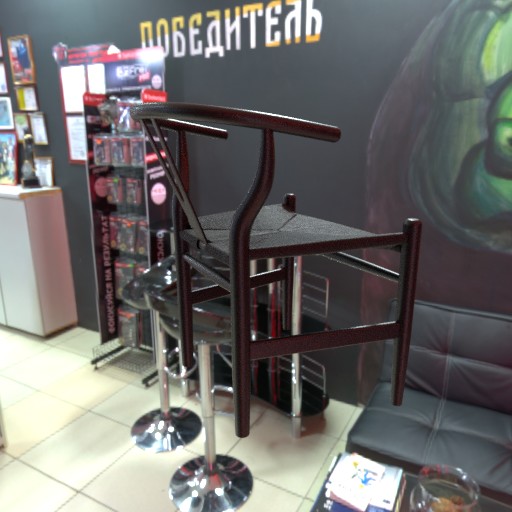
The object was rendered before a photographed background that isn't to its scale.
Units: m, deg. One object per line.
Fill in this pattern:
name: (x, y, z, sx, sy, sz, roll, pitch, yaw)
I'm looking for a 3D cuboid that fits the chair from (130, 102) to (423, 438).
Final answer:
chair: (0.000, 0.000, 1.148, 0.579, 0.730, 0.569, -8, 17, -27)
